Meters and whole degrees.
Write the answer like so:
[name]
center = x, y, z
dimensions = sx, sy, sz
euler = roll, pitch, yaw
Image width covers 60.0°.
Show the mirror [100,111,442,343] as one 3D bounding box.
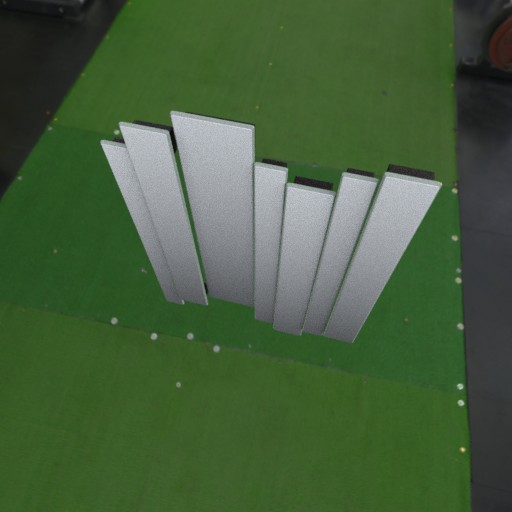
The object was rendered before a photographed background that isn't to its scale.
[mirror]
center = 0.000, 0.000, 0.795
dimensions = 0.445, 0.611, 0.058
euler = 12, 61, 7
